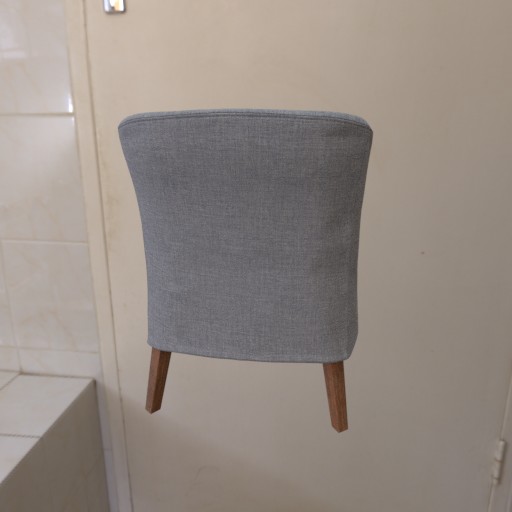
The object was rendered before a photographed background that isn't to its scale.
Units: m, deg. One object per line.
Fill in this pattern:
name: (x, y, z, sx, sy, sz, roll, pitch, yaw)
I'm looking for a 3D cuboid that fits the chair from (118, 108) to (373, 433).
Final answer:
chair: (0.000, 0.000, 1.269, 0.600, 0.771, 0.668, 2, 16, 9)
